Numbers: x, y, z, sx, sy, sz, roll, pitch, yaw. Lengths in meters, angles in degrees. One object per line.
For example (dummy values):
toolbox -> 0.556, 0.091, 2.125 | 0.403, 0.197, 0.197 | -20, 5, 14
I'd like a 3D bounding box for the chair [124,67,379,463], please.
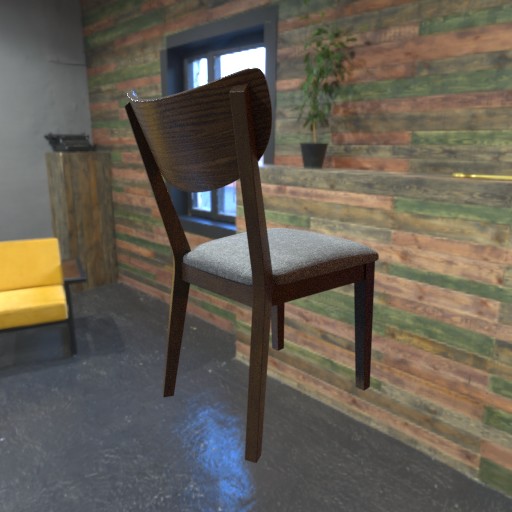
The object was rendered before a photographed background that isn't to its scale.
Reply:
chair -> 0.000, 0.000, 1.193 | 0.583, 0.849, 0.491 | -13, 19, -41
